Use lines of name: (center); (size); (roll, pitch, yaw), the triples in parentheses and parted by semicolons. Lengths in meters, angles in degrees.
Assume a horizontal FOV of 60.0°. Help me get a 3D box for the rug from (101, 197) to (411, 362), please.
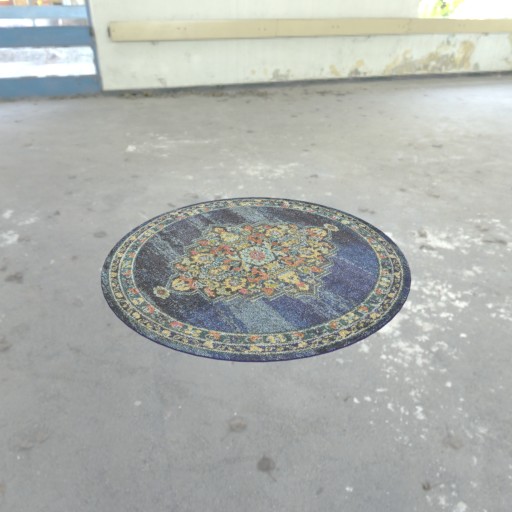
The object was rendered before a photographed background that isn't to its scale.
rug: (0.000, 0.000, 3.558); (2.386, 0.014, 2.386); (0, 30, 0)
